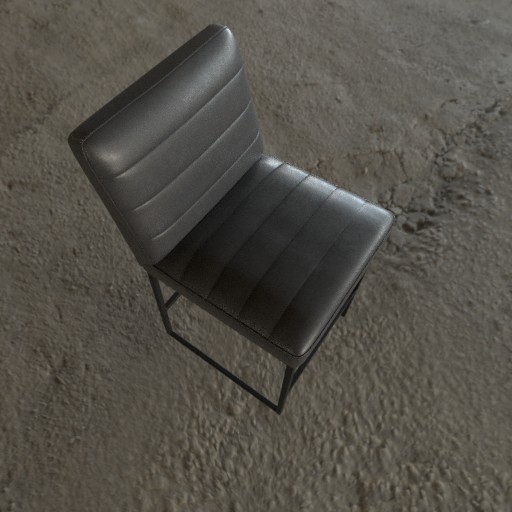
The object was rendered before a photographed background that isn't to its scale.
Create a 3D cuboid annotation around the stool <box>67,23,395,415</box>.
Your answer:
[{"bbox_3d":[0.000,0.000,1.205,0.552,0.938,0.457,31,64,17],"label":"stool"}]
